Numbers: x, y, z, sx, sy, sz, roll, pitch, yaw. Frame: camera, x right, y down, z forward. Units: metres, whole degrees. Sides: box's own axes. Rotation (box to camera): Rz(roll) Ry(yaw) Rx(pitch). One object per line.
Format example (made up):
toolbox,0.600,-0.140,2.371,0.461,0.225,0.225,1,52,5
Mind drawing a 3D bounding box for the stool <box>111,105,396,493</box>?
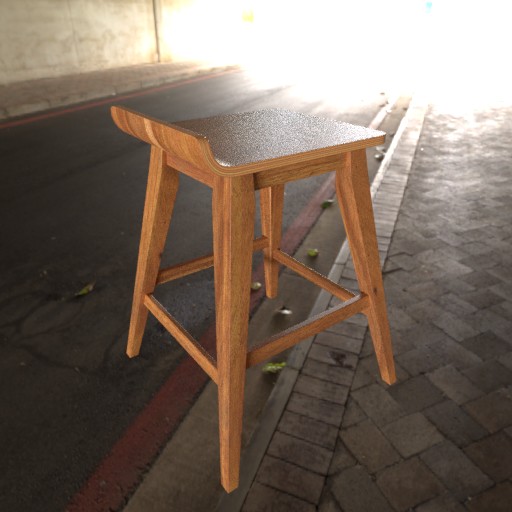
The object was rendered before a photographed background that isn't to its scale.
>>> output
stool,0.000,0.000,0.998,0.500,0.650,0.500,-19,34,-32
